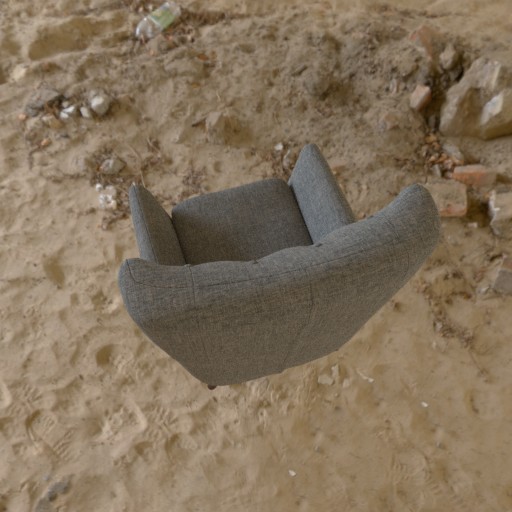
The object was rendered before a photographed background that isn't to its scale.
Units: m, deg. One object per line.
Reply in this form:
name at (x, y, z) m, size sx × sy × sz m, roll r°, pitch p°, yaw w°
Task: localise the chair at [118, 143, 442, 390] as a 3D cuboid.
chair at (0.000, 0.000, 1.711) m, size 0.878 × 1.063 × 0.904 m, roll -15°, pitch 61°, yaw -9°
